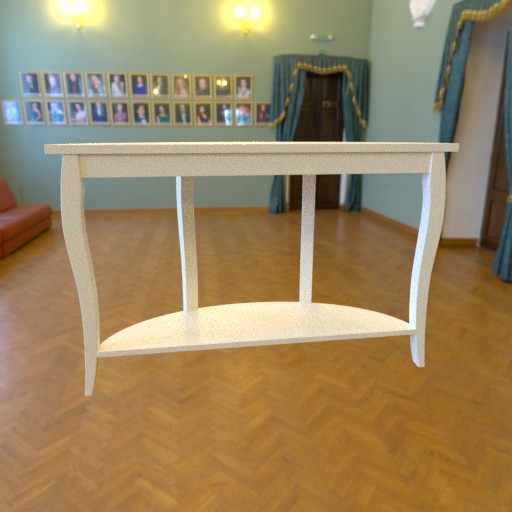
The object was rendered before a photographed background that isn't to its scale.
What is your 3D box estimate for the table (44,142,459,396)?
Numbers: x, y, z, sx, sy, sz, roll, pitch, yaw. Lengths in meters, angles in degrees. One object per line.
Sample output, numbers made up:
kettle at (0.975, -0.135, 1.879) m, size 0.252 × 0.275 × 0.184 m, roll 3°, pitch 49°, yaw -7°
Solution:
table at (0.000, 0.000, 1.576) m, size 1.219 × 0.780 × 0.394 m, roll -2°, pitch 16°, yaw -9°
